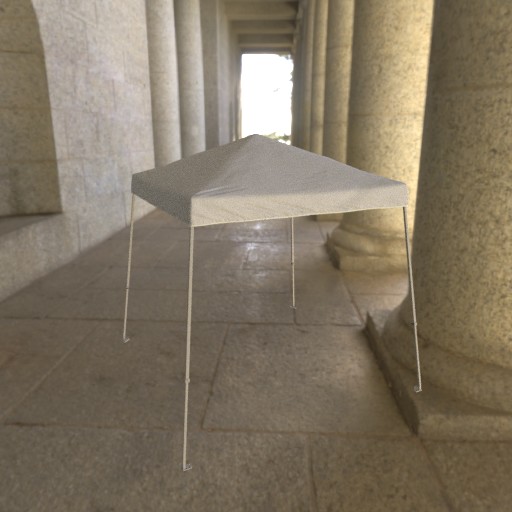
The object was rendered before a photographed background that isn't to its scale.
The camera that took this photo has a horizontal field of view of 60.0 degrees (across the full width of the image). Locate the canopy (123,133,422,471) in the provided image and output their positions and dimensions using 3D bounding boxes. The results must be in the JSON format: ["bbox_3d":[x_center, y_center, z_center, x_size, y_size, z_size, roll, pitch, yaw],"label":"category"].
[{"bbox_3d":[0.000,0.000,6.741,3.600,3.600,3.599,-8,17,-25],"label":"canopy"}]
